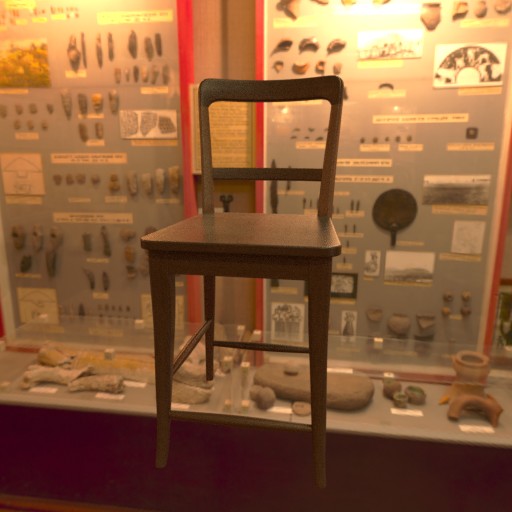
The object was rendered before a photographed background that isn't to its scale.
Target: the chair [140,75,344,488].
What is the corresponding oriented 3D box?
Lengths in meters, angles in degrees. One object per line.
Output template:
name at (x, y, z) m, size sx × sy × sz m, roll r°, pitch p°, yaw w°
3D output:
chair at (0.000, 0.000, 1.222) m, size 0.450 × 0.991 × 0.546 m, roll 2°, pitch 14°, yaw 9°
